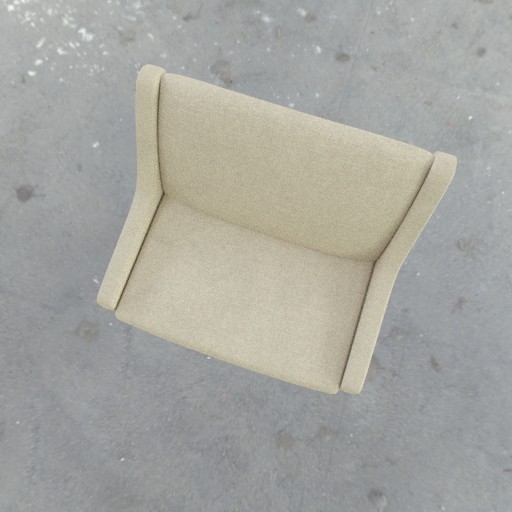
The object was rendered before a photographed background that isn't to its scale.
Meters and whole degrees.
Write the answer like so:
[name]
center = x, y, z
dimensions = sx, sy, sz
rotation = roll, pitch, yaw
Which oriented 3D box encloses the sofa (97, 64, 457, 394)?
[sofa]
center = 0.000, 0.000, 1.964
dimensions = 1.212, 0.976, 0.946
rotation = 18, 77, 4
